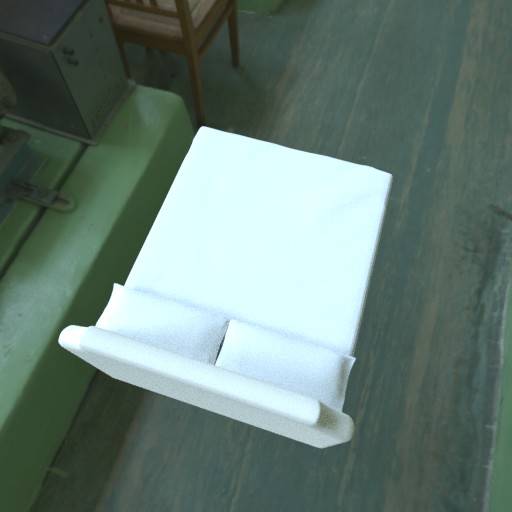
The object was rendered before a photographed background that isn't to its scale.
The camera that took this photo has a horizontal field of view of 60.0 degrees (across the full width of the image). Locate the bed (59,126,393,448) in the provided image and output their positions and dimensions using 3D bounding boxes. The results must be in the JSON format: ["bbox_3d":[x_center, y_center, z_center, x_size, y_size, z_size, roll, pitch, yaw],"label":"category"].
[{"bbox_3d":[0.000,0.000,3.857,2.134,1.524,2.548,16,66,7],"label":"bed"}]
